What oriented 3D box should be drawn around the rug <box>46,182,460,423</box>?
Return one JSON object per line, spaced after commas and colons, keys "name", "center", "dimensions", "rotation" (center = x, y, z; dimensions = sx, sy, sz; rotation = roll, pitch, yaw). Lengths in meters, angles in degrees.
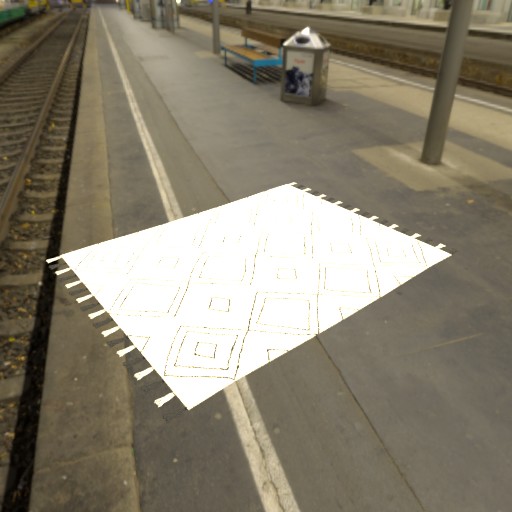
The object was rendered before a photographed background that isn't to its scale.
{"name": "rug", "center": [0.000, 0.000, 4.242], "dimensions": [3.221, 0.026, 2.342], "rotation": [-22, 37, -33]}
